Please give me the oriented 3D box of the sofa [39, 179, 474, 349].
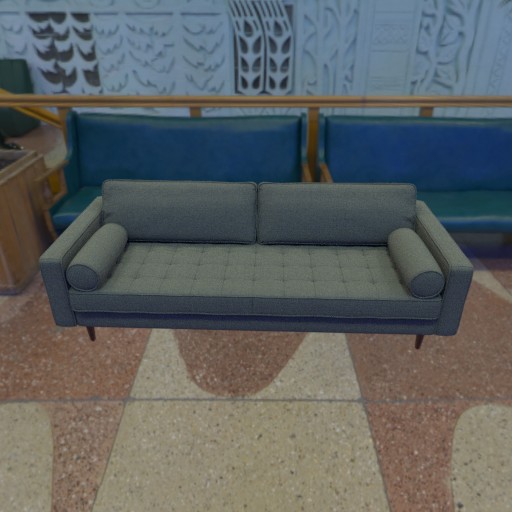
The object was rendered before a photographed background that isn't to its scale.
[{"bbox_3d":[0.000,0.000,2.678,2.198,0.762,0.914,1,29,2],"label":"sofa"}]
